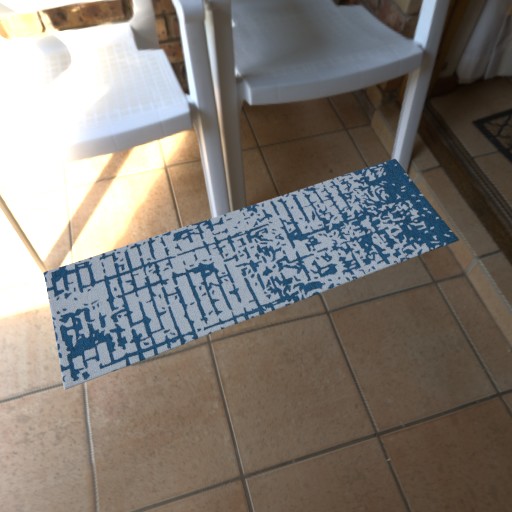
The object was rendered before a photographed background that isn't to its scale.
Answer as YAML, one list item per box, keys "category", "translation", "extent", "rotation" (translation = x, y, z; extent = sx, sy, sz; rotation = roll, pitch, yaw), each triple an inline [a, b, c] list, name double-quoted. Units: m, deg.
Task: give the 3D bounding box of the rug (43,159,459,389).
- category: "rug"
  translation: [0.000, 0.000, 2.703]
  extent: [2.435, 0.011, 0.750]
  rotation: [-19, 60, -12]
